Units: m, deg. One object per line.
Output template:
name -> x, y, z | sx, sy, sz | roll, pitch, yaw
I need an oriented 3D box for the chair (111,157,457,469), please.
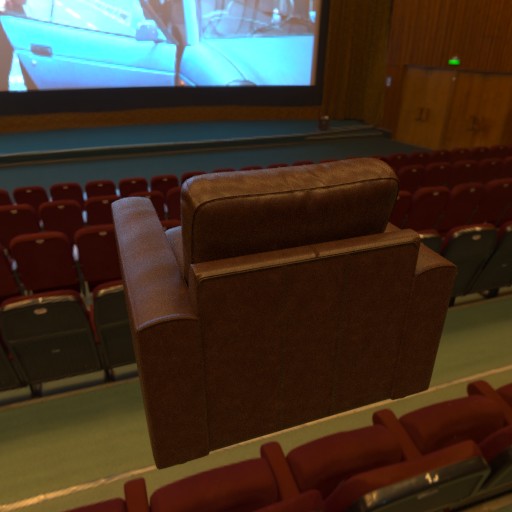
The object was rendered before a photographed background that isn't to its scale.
chair -> 0.000, 0.000, 1.723 | 1.005, 0.873, 1.016 | -9, 29, -17
